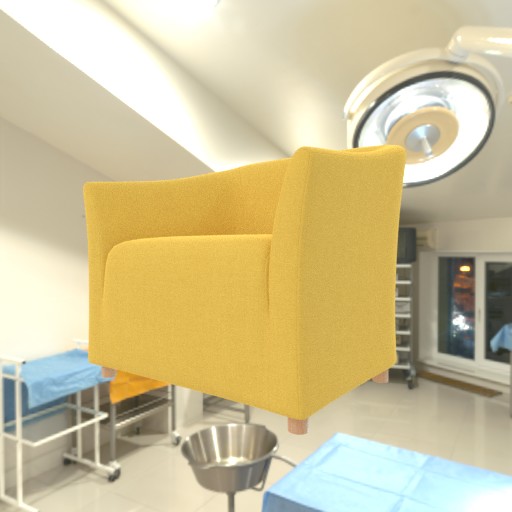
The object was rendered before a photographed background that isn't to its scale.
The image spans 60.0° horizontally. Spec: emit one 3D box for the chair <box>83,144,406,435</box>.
[{"bbox_3d":[0.000,0.000,1.355,0.790,0.720,0.700,1,1,37],"label":"chair"}]
